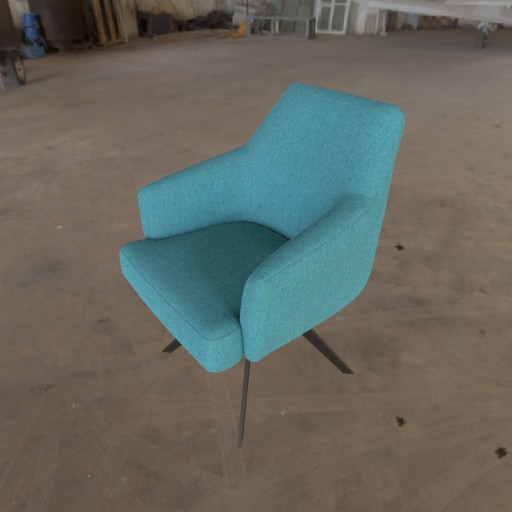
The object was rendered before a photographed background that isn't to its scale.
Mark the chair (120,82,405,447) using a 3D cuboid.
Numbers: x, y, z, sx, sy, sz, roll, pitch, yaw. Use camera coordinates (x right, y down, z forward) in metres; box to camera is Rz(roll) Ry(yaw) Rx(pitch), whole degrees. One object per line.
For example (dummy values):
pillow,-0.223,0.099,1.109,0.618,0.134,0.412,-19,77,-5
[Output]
chair,0.000,0.000,1.337,0.677,0.874,0.642,-21,38,-30
